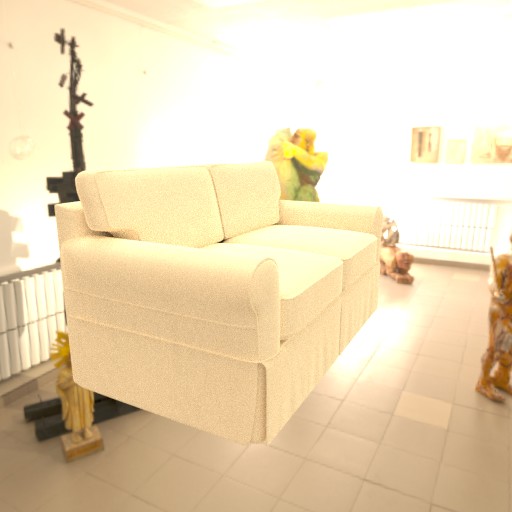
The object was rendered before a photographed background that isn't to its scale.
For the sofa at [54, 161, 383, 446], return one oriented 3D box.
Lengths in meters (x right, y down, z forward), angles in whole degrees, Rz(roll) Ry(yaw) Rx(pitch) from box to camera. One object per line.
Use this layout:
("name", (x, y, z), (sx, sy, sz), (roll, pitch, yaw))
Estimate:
("sofa", (0.000, 0.000, 2.332), (0.991, 0.940, 1.727), (7, 15, 28))
